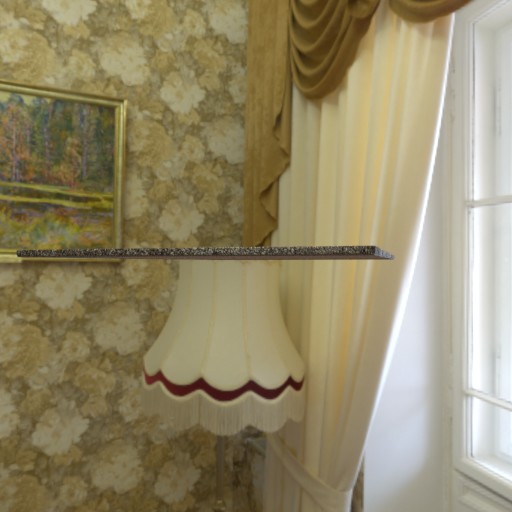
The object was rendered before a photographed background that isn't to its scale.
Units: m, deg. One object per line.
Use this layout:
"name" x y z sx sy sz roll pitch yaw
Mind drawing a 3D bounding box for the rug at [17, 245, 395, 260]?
"rug" 0.000 0.000 2.083 1.198 0.025 1.601 0 -1 19
